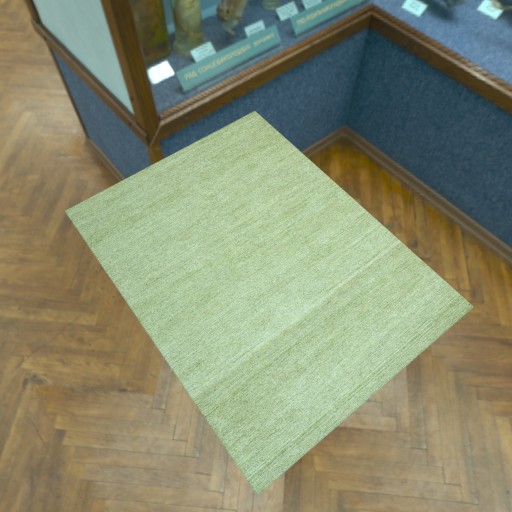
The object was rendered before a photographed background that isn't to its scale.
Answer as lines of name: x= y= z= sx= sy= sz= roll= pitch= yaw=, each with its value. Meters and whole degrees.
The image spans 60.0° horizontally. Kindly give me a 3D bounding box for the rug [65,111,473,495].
rug: x=0.000 y=0.000 z=4.214 sx=2.425 sy=0.016 sz=3.198 roll=-33 pitch=64 yaw=-18
